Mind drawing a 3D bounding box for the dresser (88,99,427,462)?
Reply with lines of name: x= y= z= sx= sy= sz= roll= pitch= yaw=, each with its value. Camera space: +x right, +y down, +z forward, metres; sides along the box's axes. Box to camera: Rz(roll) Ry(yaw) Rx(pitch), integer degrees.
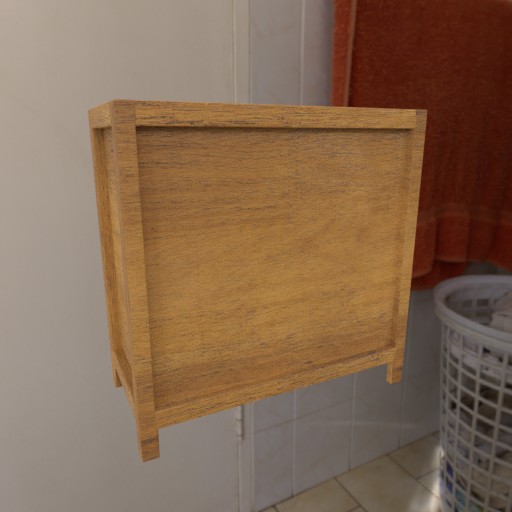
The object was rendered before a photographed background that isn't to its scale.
dresser: x=0.000 y=0.000 z=1.283 sx=0.804 sy=0.804 sz=0.427 roll=-7 pitch=17 yaw=-26
